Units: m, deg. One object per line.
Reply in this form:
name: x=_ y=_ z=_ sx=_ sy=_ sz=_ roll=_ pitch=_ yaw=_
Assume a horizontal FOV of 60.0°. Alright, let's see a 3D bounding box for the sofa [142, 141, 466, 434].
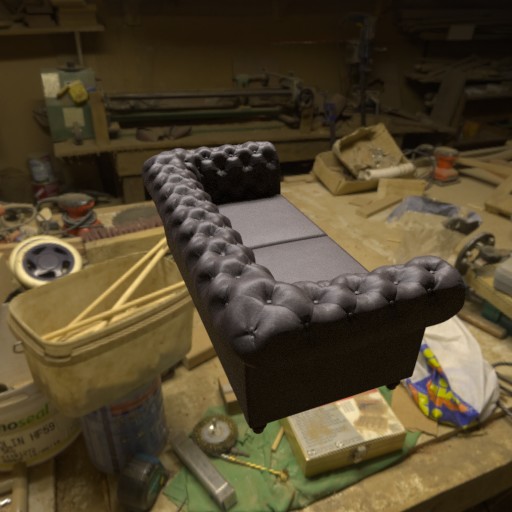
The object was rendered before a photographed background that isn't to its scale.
sofa: x=0.000 y=0.000 z=2.475 sx=0.944 sy=0.779 sz=2.048 roll=-11 pitch=32 yaw=-18
